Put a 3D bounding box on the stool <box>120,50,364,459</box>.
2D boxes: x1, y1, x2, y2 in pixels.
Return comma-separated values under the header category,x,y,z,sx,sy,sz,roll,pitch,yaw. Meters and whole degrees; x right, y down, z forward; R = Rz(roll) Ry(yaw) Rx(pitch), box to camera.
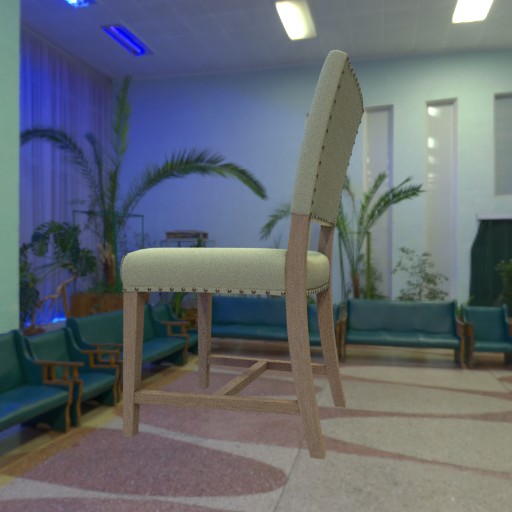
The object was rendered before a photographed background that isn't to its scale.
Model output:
category,x,y,z,sx,sy,sz,roll,pitch,yaw
stool,0.000,0.000,1.348,0.623,0.986,0.508,0,0,19
